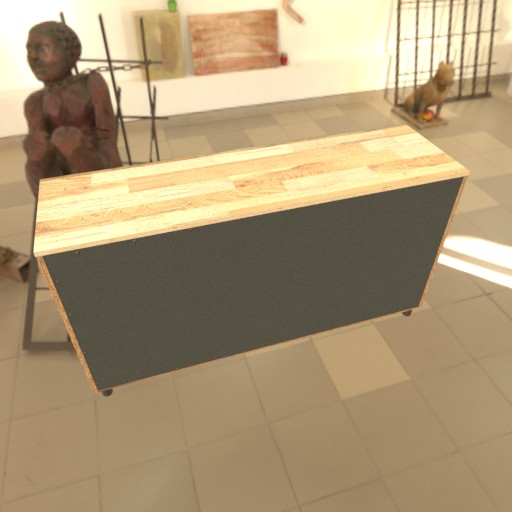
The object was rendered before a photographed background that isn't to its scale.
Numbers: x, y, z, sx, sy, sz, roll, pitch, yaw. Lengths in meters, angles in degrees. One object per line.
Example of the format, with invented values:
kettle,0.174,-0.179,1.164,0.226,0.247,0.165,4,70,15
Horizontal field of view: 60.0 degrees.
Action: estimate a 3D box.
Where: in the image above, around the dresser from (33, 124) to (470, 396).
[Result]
dresser,0.000,0.000,1.944,1.547,0.834,0.487,-12,42,-13
